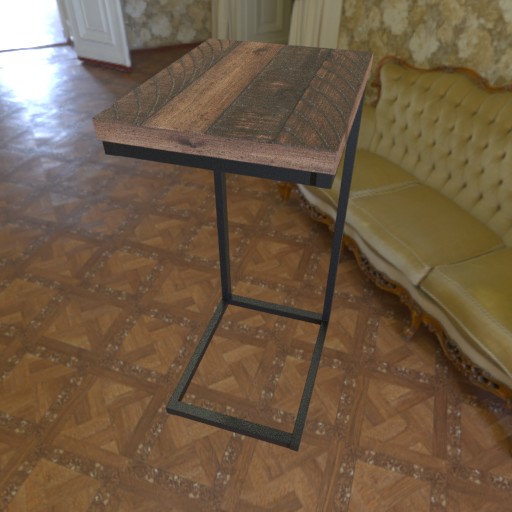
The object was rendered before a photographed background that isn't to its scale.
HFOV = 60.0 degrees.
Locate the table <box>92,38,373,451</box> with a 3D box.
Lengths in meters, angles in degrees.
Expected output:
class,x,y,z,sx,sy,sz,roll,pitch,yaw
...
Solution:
class,x,y,z,sx,sy,sz,roll,pitch,yaw
table,0.000,0.000,0.922,0.323,0.718,0.414,11,41,13
